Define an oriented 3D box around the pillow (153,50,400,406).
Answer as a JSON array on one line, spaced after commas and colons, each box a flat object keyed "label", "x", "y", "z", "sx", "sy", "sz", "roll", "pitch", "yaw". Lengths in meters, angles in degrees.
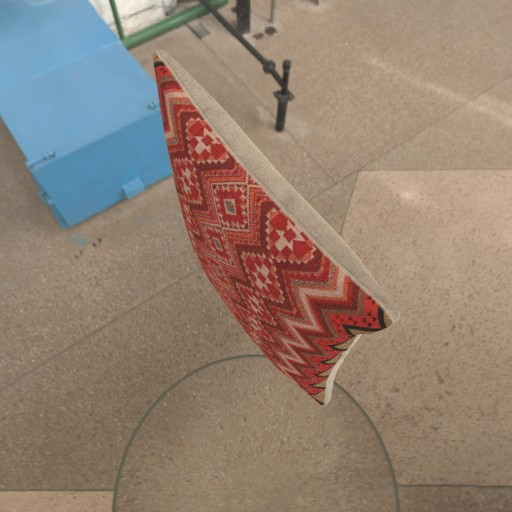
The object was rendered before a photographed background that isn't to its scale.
[{"label": "pillow", "x": 0.000, "y": 0.000, "z": 0.774, "sx": 0.158, "sy": 0.511, "sz": 0.513, "roll": -31, "pitch": 66, "yaw": -16}]
